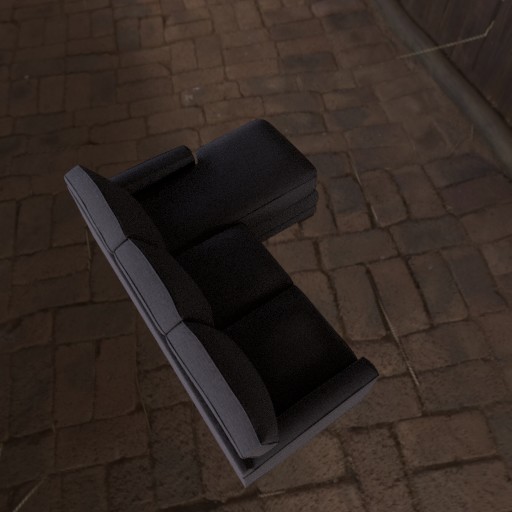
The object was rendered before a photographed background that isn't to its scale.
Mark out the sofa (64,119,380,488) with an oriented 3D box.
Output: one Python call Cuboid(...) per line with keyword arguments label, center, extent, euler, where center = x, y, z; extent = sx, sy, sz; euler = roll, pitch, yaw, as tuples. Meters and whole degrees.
Cuboid(label="sofa", center=(0.000, 0.000, 3.236), extent=(1.790, 0.973, 2.370), euler=(-30, 62, -18))
